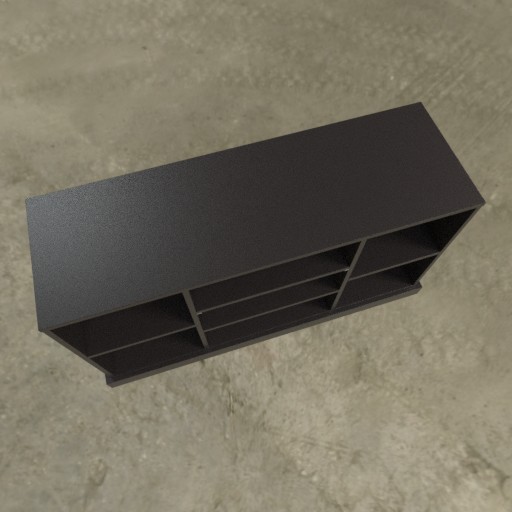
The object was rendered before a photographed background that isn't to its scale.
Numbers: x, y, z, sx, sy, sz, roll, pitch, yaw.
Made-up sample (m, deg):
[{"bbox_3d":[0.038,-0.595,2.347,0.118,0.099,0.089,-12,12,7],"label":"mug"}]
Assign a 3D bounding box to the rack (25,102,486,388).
[{"bbox_3d":[0.000,0.000,1.469,1.206,0.635,0.399,-16,65,-8],"label":"rack"}]
